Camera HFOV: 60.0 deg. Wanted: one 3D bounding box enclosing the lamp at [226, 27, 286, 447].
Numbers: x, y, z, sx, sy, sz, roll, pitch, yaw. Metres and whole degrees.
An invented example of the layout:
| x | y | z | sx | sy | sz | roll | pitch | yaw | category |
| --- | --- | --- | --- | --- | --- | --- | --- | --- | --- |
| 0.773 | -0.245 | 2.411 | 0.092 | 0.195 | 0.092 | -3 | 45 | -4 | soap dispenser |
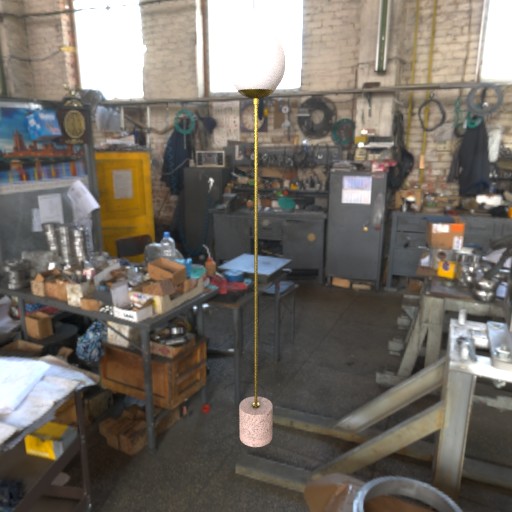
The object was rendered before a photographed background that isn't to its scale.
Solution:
| x | y | z | sx | sy | sz | roll | pitch | yaw | category |
| --- | --- | --- | --- | --- | --- | --- | --- | --- | --- |
| 0.000 | 0.000 | 1.862 | 0.229 | 1.748 | 0.229 | -2 | 15 | -8 | lamp |
